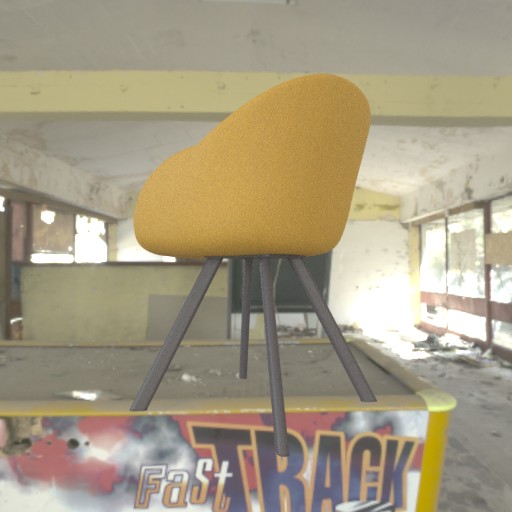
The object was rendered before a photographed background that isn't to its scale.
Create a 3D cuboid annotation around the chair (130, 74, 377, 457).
[{"bbox_3d":[0.000,0.000,1.193,0.583,0.793,0.551,-1,-2,37],"label":"chair"}]
